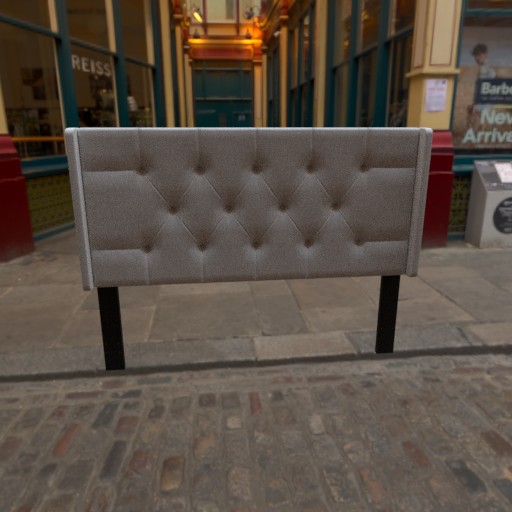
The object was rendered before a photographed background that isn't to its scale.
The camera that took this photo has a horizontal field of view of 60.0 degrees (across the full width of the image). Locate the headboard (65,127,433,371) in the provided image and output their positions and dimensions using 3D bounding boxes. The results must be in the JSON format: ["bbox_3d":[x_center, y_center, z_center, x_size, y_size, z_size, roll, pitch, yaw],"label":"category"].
[{"bbox_3d":[0.000,0.000,2.741,2.051,1.524,0.184,-2,16,-7],"label":"headboard"}]
